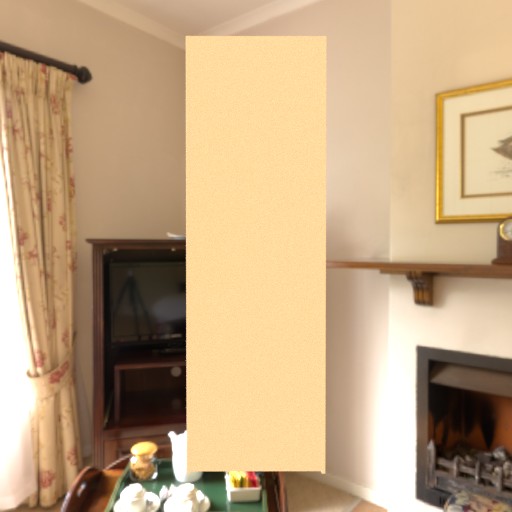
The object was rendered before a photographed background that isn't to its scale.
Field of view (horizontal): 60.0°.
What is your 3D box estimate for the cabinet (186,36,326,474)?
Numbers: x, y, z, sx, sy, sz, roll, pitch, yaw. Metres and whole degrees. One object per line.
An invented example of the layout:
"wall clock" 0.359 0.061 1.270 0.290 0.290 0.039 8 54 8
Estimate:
"cabinet" 0.000 0.000 1.778 0.520 1.630 0.255 0 1 0
